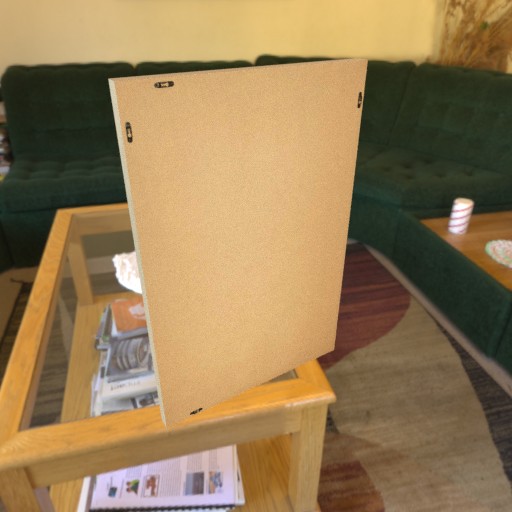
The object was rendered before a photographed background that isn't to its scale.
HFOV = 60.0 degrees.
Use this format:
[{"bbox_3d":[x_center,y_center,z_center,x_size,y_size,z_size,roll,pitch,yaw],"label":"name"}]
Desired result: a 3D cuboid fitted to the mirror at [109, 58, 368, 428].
[{"bbox_3d":[0.000,0.000,1.162,0.609,0.915,0.041,-17,34,-27],"label":"mirror"}]
